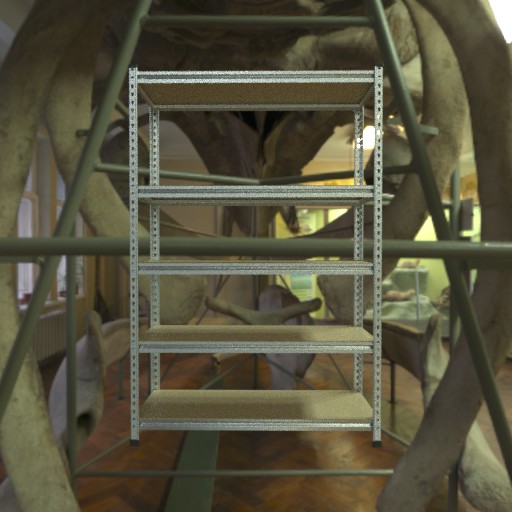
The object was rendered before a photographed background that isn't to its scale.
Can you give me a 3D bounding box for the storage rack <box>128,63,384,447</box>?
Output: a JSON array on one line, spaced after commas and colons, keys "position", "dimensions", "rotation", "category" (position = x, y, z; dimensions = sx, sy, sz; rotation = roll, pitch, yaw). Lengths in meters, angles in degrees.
[{"position": [0.000, 0.000, 2.345], "dimensions": [1.219, 1.829, 0.457], "rotation": [0, 1, 1], "category": "storage rack"}]
